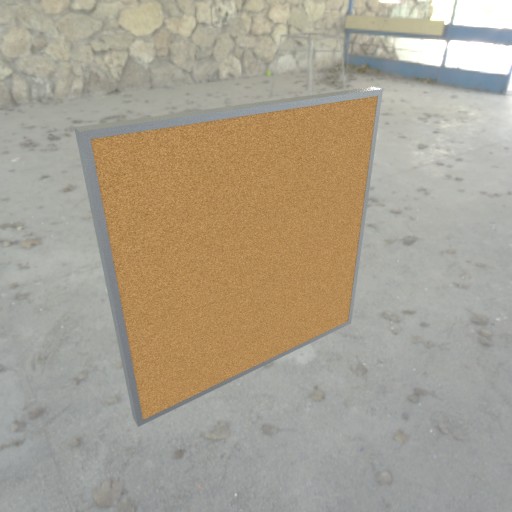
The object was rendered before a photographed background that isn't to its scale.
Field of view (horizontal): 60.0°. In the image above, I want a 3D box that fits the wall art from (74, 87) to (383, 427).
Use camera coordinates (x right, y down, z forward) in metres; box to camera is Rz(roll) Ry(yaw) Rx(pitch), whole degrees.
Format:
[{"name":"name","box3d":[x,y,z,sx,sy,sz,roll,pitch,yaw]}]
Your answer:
[{"name":"wall art","box3d":[0.000,0.000,1.224,0.806,0.806,0.038,-19,35,-29]}]
